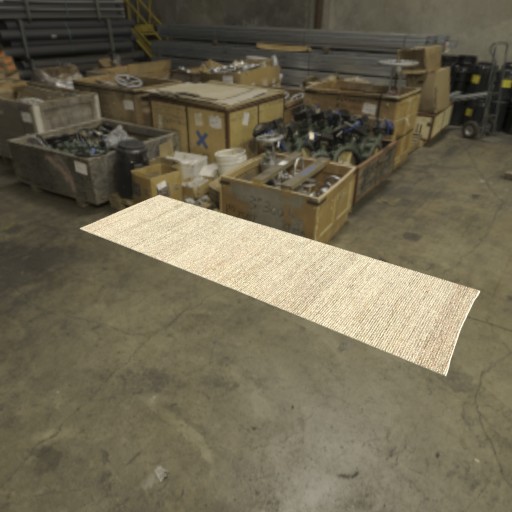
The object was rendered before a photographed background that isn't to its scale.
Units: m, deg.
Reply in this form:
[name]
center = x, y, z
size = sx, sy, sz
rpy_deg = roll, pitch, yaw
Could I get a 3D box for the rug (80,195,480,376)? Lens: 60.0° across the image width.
[rug]
center = 0.000, 0.000, 2.655
size = 2.390, 0.014, 0.741
rpy_deg = 19, 35, 30
